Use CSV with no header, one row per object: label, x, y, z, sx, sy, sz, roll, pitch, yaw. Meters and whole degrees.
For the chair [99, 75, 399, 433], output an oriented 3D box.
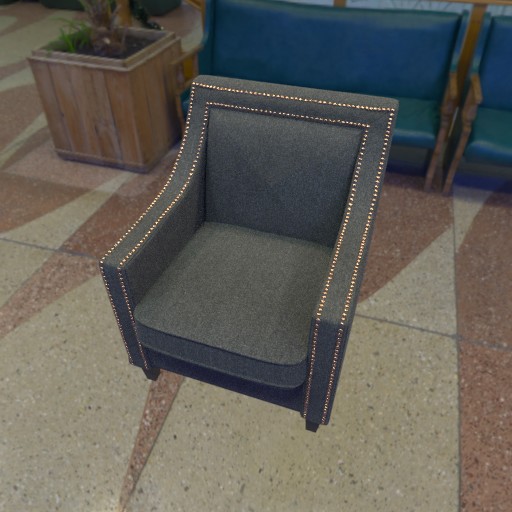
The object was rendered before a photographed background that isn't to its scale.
chair,0.000,0.000,1.635,0.776,0.967,0.884,13,43,14
